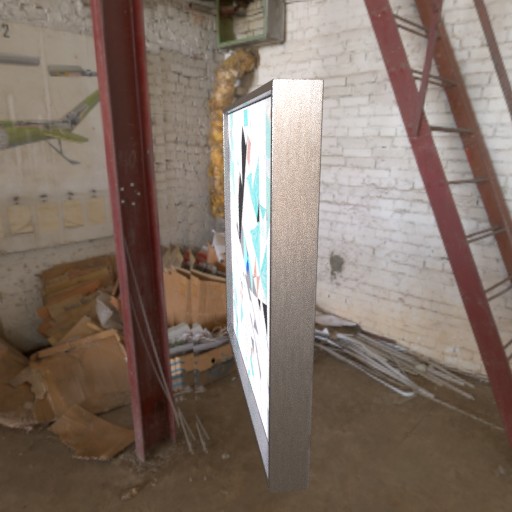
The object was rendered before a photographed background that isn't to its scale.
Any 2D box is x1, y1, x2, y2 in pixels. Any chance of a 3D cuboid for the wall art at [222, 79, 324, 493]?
[{"bbox_3d":[0.000,0.000,0.523,0.038,0.350,0.350,-3,15,-10],"label":"wall art"}]
